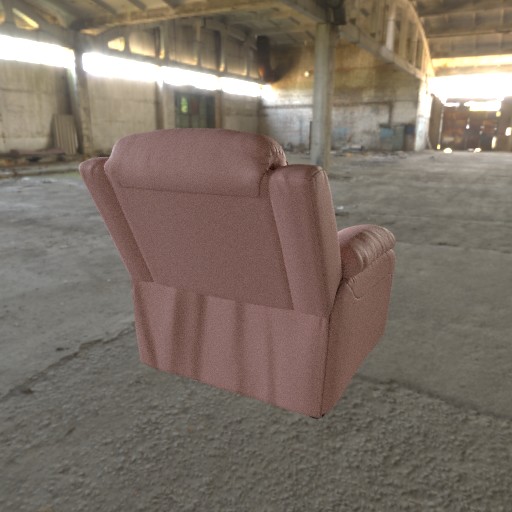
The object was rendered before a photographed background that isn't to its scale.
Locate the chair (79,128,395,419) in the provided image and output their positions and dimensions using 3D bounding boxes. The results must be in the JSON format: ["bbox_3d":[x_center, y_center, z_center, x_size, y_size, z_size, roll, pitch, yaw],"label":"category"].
[{"bbox_3d":[0.000,0.000,1.274,0.680,0.702,0.709,8,18,27],"label":"chair"}]
